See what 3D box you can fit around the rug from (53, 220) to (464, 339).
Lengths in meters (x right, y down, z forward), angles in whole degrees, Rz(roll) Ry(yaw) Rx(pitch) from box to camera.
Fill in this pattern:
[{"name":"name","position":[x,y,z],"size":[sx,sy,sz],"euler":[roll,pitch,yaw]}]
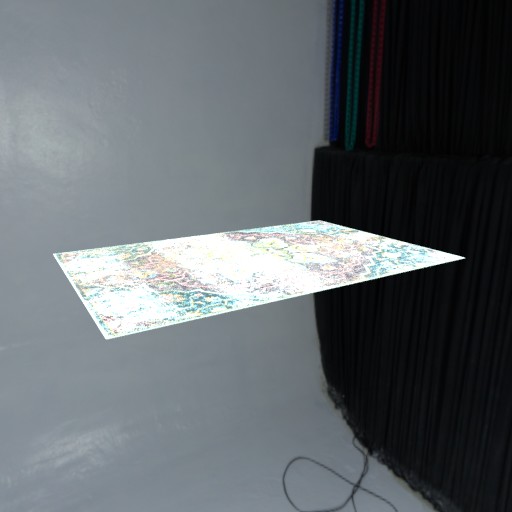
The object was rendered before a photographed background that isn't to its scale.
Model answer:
[{"name":"rug","position":[0.000,0.000,2.999],"size":[2.363,0.004,1.566],"euler":[-9,18,-29]}]
